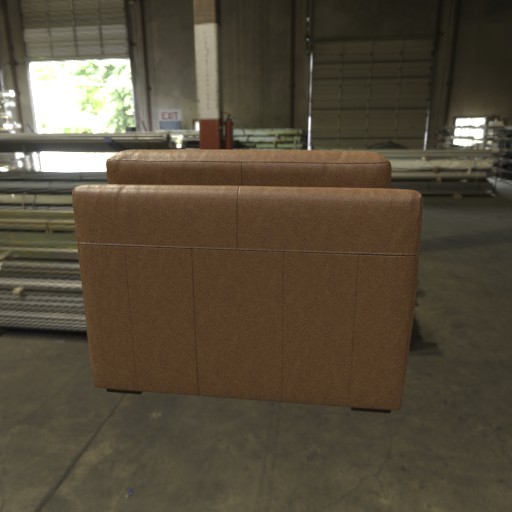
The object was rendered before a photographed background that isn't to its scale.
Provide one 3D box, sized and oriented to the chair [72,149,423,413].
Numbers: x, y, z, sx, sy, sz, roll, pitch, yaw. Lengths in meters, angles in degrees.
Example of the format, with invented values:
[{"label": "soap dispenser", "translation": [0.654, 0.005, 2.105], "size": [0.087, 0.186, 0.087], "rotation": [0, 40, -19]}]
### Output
[{"label": "chair", "translation": [0.000, 0.000, 2.043], "size": [1.276, 0.978, 1.050], "rotation": [2, 16, 7]}]
